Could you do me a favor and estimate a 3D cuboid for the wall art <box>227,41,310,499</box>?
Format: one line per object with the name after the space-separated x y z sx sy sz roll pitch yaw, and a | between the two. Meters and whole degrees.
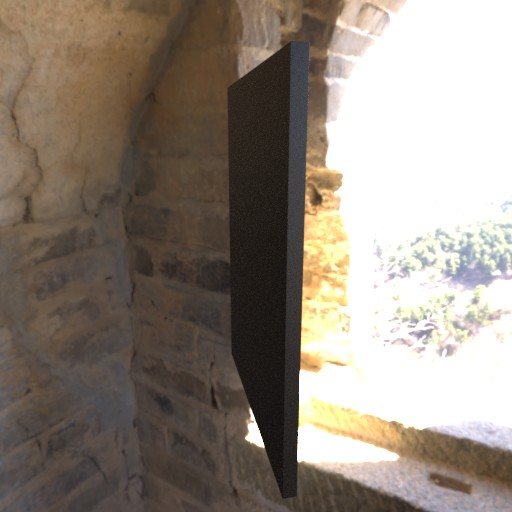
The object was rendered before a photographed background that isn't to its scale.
0.000 0.000 1.372 0.038 1.062 0.806 -3 15 -12 | wall art
